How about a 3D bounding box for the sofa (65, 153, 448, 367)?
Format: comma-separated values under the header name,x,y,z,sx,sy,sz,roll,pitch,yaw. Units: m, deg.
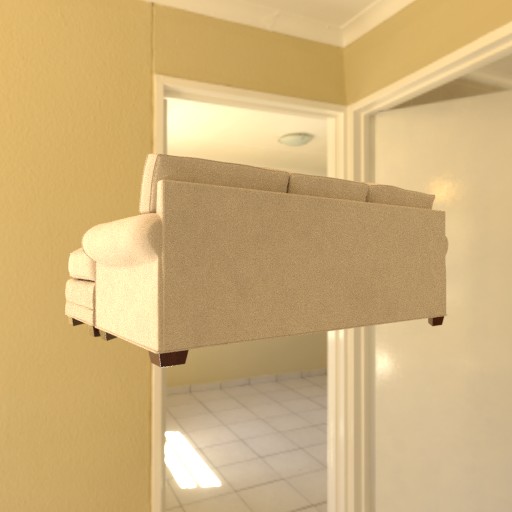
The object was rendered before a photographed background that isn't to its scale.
name,x,y,z,sx,sy,sz,roll,pitch,yaw
sofa,0.000,0.000,2.380,1.770,0.734,1.226,0,0,-36
